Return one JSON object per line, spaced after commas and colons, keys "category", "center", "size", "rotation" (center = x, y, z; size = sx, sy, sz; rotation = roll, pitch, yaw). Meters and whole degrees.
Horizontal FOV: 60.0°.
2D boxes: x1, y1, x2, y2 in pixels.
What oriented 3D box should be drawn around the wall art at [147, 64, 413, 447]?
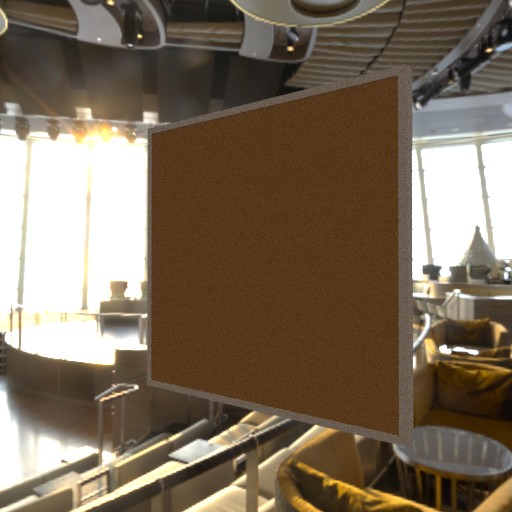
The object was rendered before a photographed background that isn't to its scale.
{"category": "wall art", "center": [0.000, 0.000, 1.116], "size": [0.762, 0.762, 0.038], "rotation": [0, -1, 35]}
